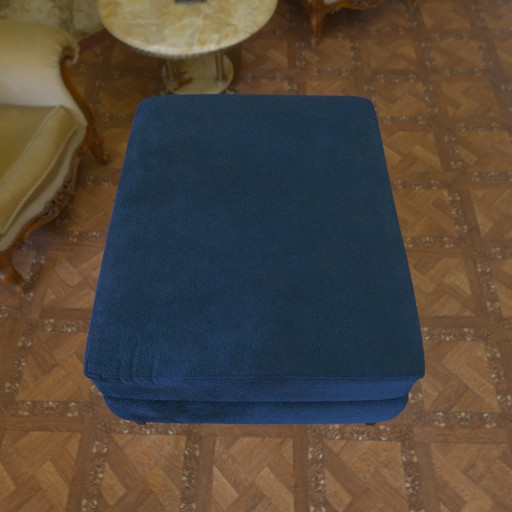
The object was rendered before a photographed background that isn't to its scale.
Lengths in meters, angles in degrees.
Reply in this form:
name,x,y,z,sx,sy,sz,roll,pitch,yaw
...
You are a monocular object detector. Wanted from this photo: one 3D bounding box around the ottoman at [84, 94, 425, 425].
name,x,y,z,sx,sy,sz,roll,pitch,yaw
ottoman,0.000,0.000,1.141,0.655,0.485,0.794,0,59,0
